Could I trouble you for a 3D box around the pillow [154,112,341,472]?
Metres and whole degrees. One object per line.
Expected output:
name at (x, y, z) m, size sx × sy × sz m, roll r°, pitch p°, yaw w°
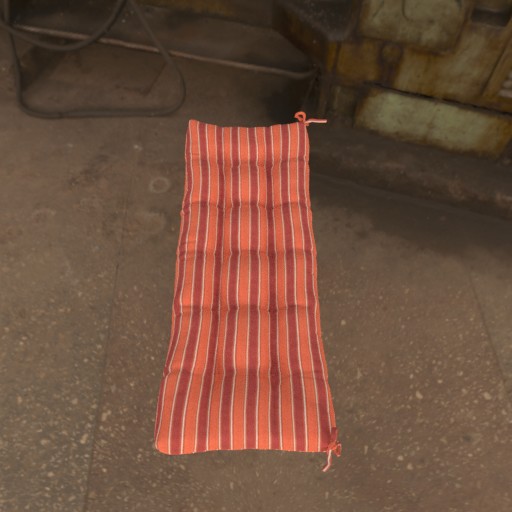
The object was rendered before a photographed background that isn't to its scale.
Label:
pillow at (0.000, 0.000, 1.360) m, size 0.511 × 0.174 × 1.194 m, roll 0°, pitch 59°, yaw 0°
